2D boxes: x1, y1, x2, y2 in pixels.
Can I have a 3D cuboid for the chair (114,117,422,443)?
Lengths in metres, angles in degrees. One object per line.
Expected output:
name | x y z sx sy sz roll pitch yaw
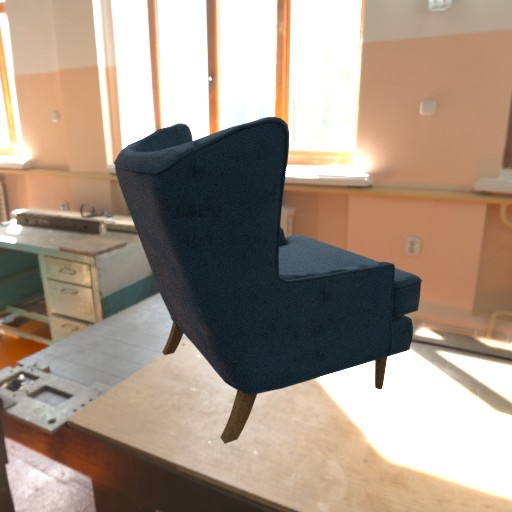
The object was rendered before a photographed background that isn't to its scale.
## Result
chair | 0.000 0.000 1.635 0.910 0.952 0.793 -8 17 -27
